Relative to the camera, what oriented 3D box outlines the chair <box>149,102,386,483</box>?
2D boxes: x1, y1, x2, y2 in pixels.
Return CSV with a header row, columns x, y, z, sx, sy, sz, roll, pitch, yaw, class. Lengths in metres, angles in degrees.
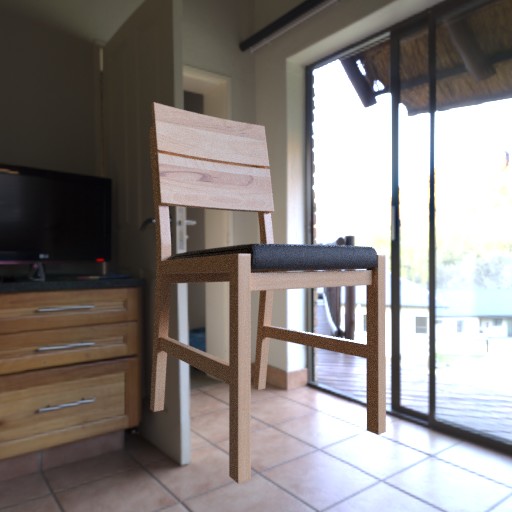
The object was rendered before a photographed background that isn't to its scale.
x,y,z,sx,sy,sz,roll,pitch,yaw,class
0.000,0.000,1.280,0.475,0.950,0.560,0,-1,-35,chair
